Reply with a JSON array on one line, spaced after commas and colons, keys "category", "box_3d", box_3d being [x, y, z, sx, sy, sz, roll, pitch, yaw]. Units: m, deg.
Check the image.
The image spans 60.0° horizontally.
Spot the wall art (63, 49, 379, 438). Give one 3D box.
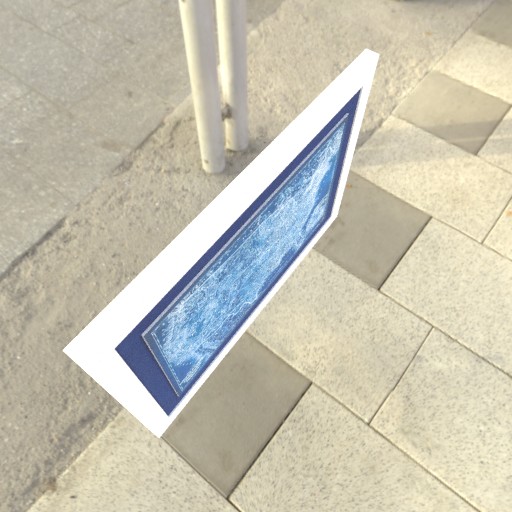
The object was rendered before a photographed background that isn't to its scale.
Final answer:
[{"category": "wall art", "box_3d": [0.000, 0.000, 1.591, 0.051, 0.902, 1.308, 32, 64, 18]}]
